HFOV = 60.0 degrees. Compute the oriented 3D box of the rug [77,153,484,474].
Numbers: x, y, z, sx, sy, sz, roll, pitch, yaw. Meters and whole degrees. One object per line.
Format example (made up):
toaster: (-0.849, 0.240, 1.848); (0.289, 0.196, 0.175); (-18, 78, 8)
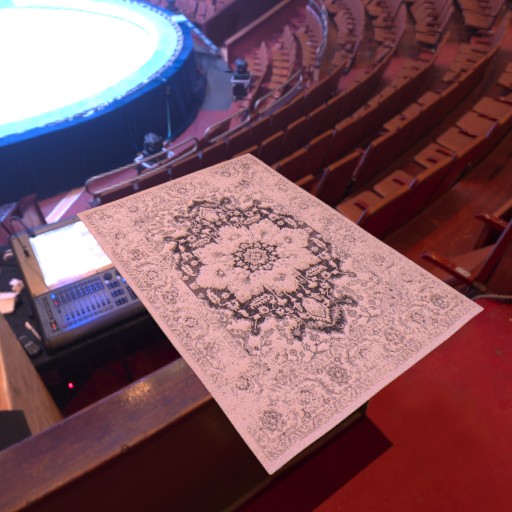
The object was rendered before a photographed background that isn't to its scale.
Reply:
rug: (0.000, 0.000, 2.267); (1.223, 0.008, 1.813); (-26, 47, -27)
